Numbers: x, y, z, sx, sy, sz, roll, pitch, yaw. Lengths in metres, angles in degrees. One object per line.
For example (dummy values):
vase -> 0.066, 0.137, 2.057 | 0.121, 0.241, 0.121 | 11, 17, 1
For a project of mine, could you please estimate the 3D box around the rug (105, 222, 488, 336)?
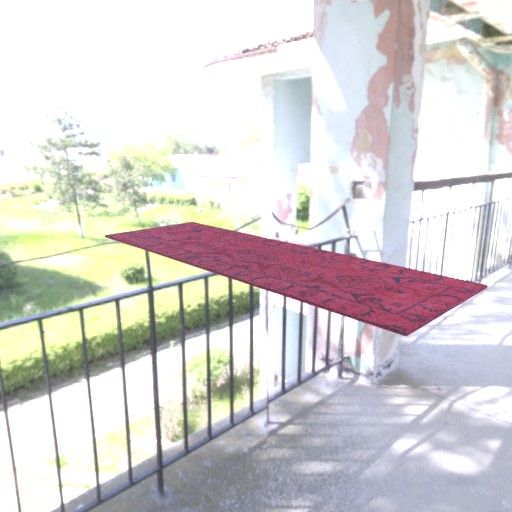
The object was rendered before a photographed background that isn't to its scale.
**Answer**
rug -> 0.000, 0.000, 2.749 | 0.813, 0.018, 2.439 | -14, 20, -42
